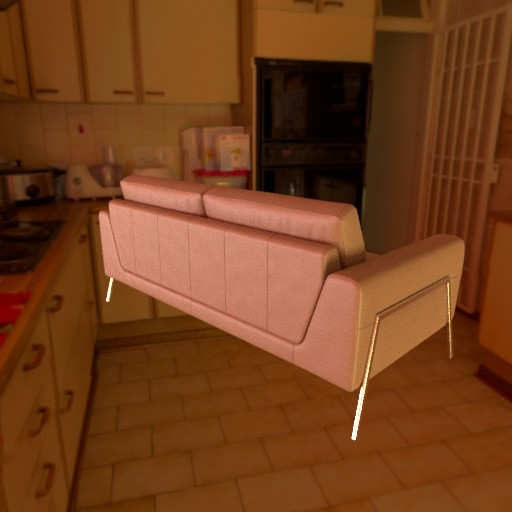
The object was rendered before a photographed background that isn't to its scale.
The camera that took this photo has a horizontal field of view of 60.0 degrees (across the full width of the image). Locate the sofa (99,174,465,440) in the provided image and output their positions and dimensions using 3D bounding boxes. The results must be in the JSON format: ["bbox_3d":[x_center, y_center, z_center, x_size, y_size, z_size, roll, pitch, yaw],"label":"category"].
[{"bbox_3d":[0.000,0.000,2.588,0.953,0.875,2.017,-15,22,-43],"label":"sofa"}]
